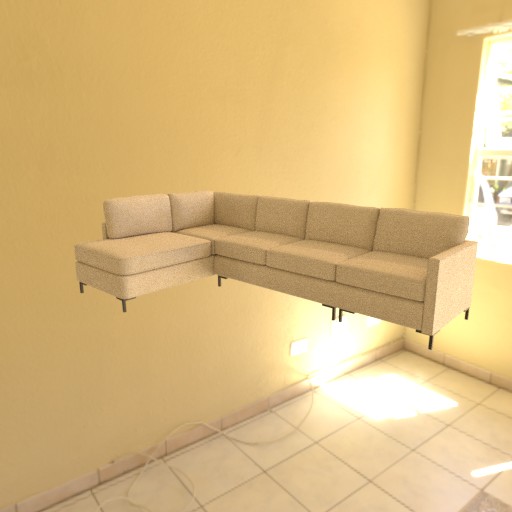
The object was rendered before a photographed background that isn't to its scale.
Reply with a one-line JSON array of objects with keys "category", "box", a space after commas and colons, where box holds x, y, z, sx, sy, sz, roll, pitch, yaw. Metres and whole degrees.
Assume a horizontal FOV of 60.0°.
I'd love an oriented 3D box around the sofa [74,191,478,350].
[{"category": "sofa", "box": [0.000, 0.000, 4.290, 3.384, 0.996, 2.048, 12, 18, 41]}]
